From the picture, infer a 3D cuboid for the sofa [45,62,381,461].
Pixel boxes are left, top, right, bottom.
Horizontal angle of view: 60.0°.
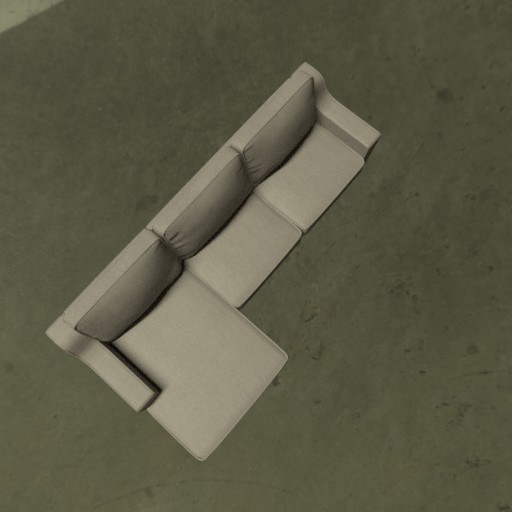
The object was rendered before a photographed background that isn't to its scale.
[{"bbox_3d":[0.000,0.000,3.151,1.294,0.928,2.561,40,79,9],"label":"sofa"}]
